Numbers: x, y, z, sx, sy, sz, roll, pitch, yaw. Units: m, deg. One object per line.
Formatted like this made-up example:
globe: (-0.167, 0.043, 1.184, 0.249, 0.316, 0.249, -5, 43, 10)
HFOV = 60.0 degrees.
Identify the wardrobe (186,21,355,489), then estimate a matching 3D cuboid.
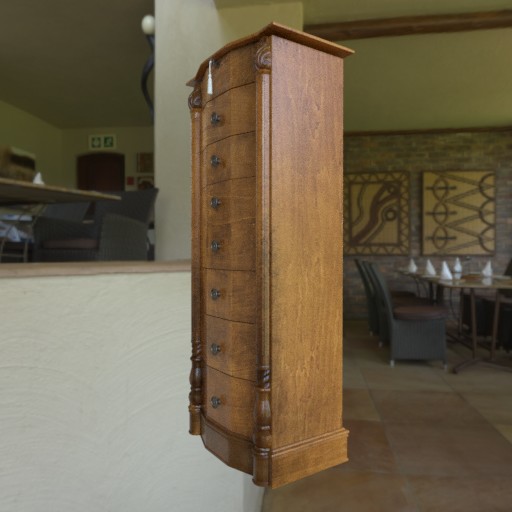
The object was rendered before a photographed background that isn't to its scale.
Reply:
wardrobe: (0.000, 0.000, 1.119, 0.273, 0.959, 0.406, -1, 1, -34)
